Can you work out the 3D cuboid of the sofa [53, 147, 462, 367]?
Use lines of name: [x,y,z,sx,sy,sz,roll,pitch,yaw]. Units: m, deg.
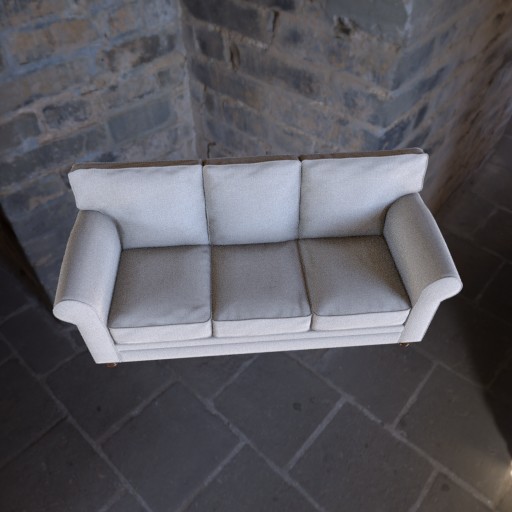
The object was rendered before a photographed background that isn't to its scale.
sofa: [0.000,0.000,2.613,2.084,0.961,0.916,-3,47,-3]
